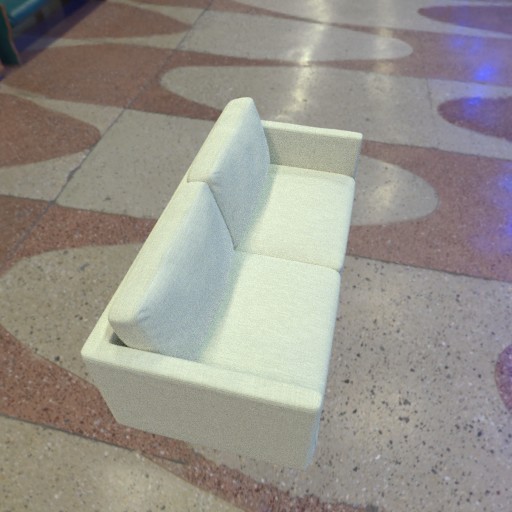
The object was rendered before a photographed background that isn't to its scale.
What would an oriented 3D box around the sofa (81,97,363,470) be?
[{"bbox_3d":[0.000,0.000,2.392,0.950,0.963,1.838,10,47,9],"label":"sofa"}]
